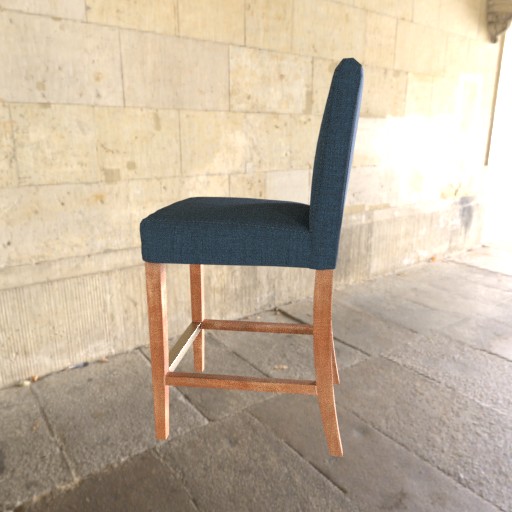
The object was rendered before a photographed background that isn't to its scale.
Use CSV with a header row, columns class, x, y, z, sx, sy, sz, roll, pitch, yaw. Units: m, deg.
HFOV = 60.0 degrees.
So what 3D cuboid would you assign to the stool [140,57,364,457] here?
class,x,y,z,sx,sy,sz,roll,pitch,yaw
stool,0.000,0.000,1.343,0.567,1.039,0.454,2,15,9
